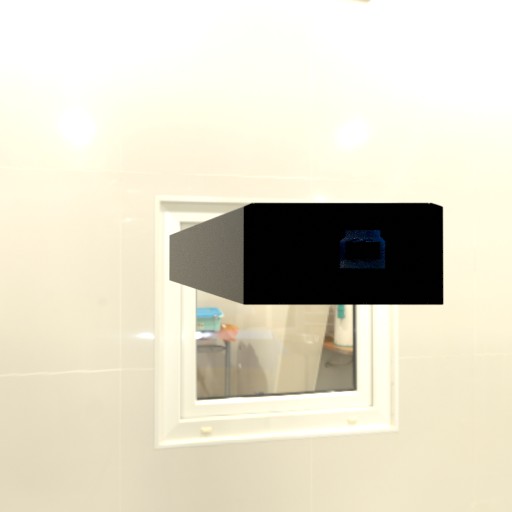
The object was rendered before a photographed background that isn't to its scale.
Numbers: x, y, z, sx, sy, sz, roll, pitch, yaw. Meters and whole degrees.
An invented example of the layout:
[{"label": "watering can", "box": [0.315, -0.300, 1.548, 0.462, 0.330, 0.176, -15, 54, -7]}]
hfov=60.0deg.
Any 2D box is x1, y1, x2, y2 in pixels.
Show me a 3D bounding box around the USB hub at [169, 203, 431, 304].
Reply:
[{"label": "USB hub", "box": [0.000, 0.000, 0.161, 0.044, 0.023, 0.145, 0, -1, -19]}]
